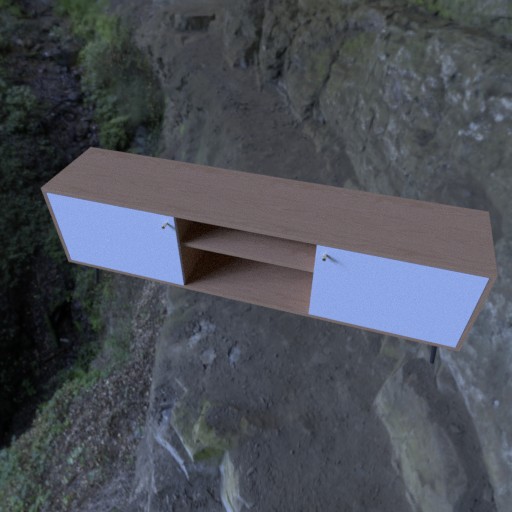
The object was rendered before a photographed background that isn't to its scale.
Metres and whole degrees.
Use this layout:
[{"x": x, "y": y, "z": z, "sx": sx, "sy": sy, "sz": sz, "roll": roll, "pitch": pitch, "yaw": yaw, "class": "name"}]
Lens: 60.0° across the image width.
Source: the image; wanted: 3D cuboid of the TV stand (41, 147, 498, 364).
[{"x": 0.000, "y": 0.000, "z": 1.956, "sx": 1.760, "sy": 0.580, "sz": 0.400, "roll": 12, "pitch": 43, "yaw": 13, "class": "TV stand"}]
